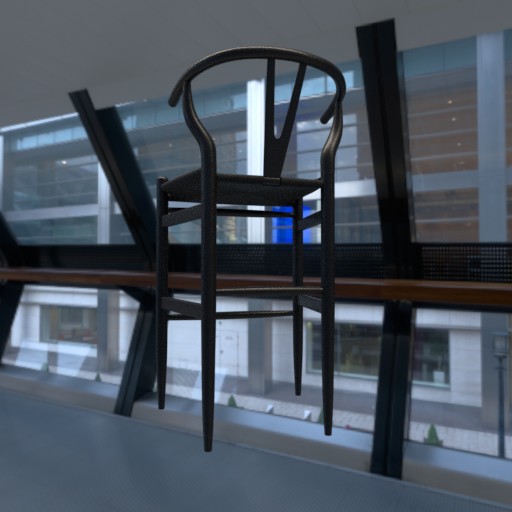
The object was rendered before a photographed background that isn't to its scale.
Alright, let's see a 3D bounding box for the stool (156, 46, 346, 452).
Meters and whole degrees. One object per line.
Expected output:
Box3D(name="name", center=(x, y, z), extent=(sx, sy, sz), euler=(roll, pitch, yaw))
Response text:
Box3D(name="stool", center=(0.000, 0.000, 1.408), extent=(0.569, 1.072, 0.579), euler=(0, -1, -18))
